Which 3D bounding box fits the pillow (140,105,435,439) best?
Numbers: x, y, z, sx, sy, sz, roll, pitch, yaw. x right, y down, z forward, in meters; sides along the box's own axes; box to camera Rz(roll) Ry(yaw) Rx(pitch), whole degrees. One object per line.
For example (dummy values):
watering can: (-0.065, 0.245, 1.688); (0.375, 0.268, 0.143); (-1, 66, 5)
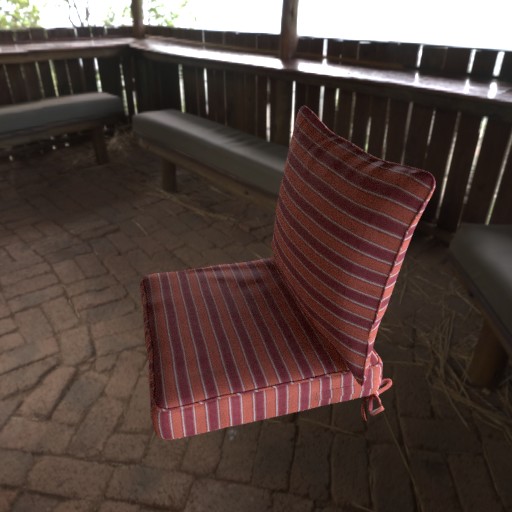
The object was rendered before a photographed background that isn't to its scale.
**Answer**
pillow: (0.000, 0.000, 1.360); (0.733, 0.723, 0.799); (-8, 31, -13)
